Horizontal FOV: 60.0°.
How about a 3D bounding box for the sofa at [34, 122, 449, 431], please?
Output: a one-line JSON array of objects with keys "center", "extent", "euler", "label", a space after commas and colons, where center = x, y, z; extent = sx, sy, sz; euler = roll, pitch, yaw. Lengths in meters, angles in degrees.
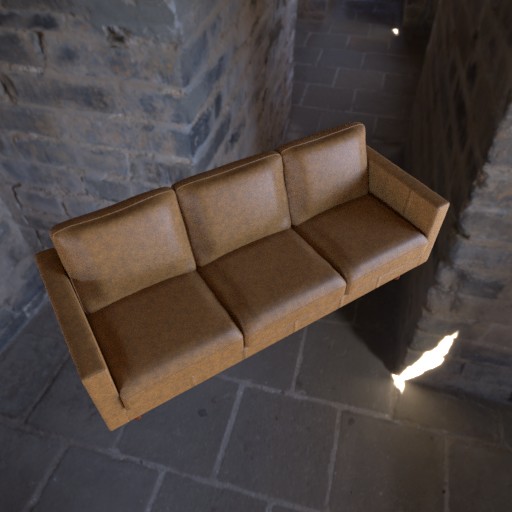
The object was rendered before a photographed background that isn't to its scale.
[{"center": [0.000, 0.000, 2.655], "extent": [2.231, 0.930, 0.903], "euler": [-24, 51, -21], "label": "sofa"}]
